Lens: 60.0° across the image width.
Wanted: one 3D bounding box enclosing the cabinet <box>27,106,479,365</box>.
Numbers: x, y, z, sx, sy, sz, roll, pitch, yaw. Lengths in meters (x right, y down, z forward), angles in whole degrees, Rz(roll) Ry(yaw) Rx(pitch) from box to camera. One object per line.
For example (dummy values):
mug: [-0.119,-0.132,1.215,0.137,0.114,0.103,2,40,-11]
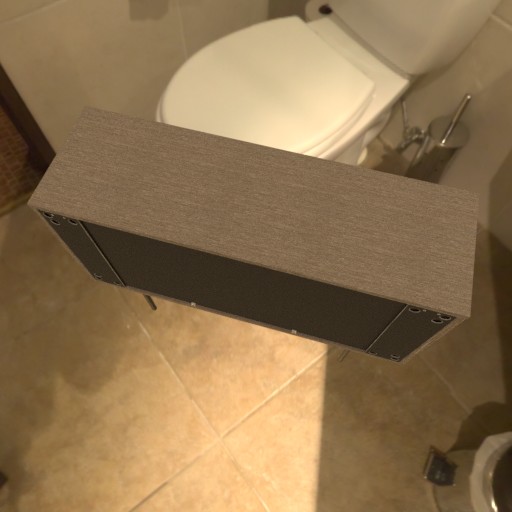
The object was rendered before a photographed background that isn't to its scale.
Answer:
cabinet: [0.000,0.000,1.584,1.194,0.787,0.405,14,65,7]
